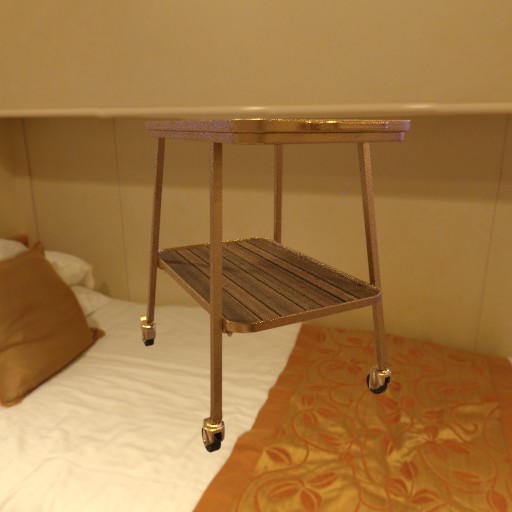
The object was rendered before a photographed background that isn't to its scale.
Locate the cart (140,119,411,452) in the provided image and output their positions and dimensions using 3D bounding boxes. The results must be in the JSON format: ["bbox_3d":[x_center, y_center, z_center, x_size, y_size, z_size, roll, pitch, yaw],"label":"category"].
[{"bbox_3d":[0.000,0.000,1.203,0.524,0.700,0.806,-8,18,-26],"label":"cart"}]
